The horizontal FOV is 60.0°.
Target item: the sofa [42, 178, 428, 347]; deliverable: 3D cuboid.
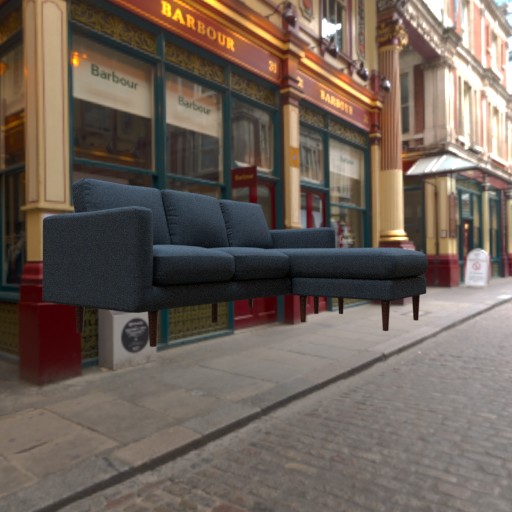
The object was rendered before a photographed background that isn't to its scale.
[{"bbox_3d":[0.000,0.000,2.966,1.667,0.957,2.055,0,0,38],"label":"sofa"}]
